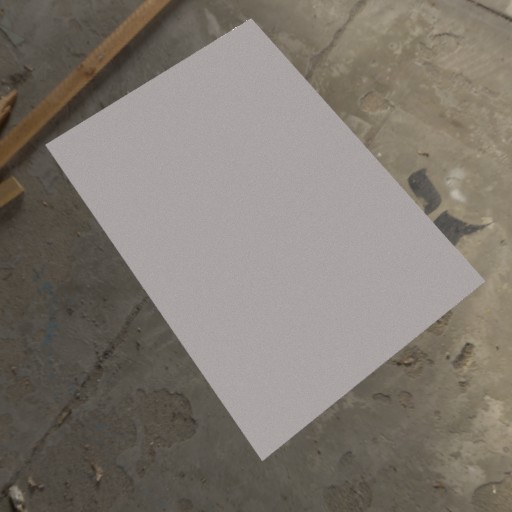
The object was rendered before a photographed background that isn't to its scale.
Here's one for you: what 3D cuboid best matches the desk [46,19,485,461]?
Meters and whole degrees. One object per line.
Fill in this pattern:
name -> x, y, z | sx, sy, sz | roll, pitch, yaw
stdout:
desk -> 0.000, 0.000, 1.322 | 0.573, 0.766, 0.811 | -36, 78, -9
